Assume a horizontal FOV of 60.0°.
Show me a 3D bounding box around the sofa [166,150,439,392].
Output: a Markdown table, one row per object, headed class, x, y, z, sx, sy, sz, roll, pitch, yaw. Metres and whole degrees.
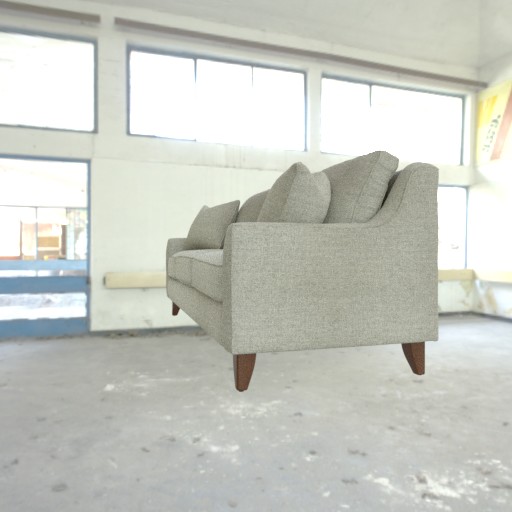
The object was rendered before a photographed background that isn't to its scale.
| class | x | y | z | sx | sy | sz | roll | pitch | yaw |
| --- | --- | --- | --- | --- | --- | --- | --- | --- | --- |
| sofa | 0.000 | 0.000 | 2.534 | 0.865 | 0.914 | 2.031 | 0 | 1 | -17 |
